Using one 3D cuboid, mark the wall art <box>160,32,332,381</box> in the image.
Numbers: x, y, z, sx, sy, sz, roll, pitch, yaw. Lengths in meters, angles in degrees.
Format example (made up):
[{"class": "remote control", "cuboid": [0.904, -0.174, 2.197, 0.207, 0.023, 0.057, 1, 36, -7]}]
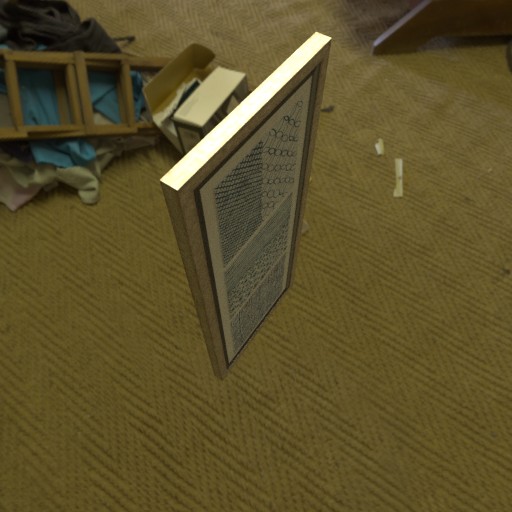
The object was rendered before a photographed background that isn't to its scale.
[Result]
[{"class": "wall art", "cuboid": [0.000, 0.000, 1.699, 0.051, 1.461, 0.648, 31, 64, 17]}]
